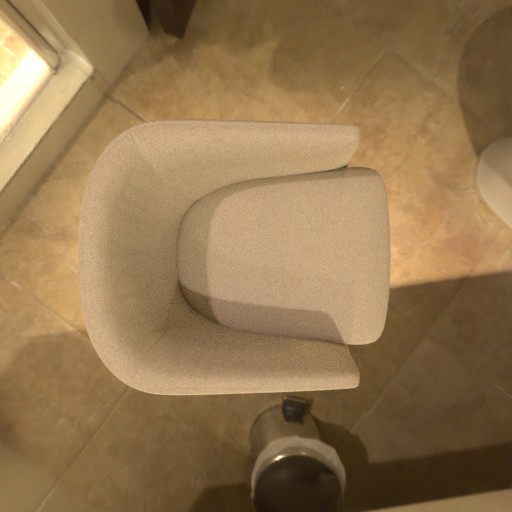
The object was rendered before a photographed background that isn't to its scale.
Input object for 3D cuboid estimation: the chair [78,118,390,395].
[{"bbox_3d":[0.000,0.000,1.624,0.986,0.861,0.822,0,91,-1],"label":"chair"}]
